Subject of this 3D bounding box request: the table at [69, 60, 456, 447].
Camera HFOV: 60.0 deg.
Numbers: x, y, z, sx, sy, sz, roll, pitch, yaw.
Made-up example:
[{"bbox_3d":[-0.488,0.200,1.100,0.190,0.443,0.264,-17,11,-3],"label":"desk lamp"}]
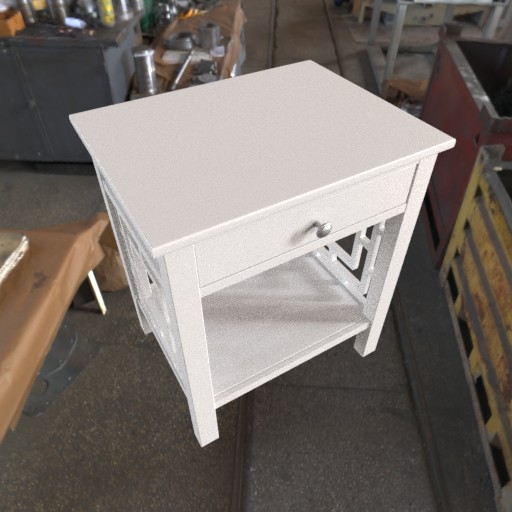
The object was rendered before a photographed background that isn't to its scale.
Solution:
[{"bbox_3d":[0.000,0.000,1.029,0.564,0.646,0.451,-22,48,-22],"label":"table"}]
